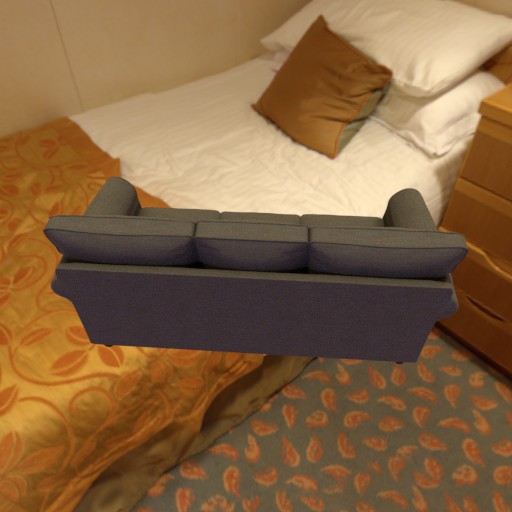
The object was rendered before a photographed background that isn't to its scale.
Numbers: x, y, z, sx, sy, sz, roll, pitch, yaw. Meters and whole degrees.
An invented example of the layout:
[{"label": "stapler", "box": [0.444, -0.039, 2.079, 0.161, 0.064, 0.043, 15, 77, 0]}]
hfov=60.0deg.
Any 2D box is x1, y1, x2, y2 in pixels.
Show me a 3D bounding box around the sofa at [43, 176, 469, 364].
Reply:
[{"label": "sofa", "box": [0.000, 0.000, 2.648, 2.084, 0.966, 0.909, 3, 44, 3]}]
